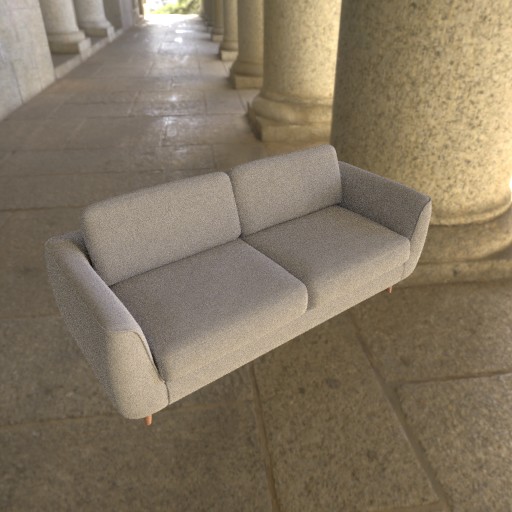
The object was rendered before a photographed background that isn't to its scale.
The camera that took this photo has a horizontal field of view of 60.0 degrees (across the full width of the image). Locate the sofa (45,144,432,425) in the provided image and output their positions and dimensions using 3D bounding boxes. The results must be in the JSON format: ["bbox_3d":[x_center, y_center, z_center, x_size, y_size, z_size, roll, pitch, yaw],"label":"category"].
[{"bbox_3d":[0.000,0.000,2.442,2.000,0.850,0.920,-21,37,-31],"label":"sofa"}]
